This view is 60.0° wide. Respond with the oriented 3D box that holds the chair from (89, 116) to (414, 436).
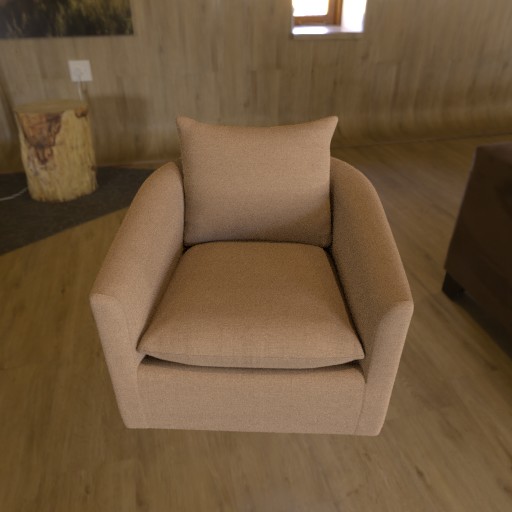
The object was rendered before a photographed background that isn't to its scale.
[{"bbox_3d":[0.000,0.000,1.571,0.845,0.848,0.910,1,32,2],"label":"chair"}]
